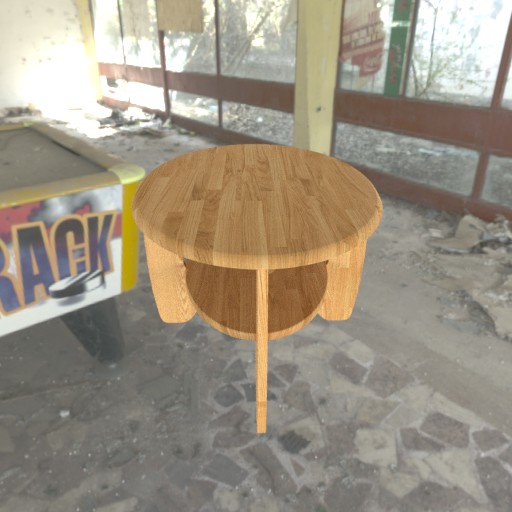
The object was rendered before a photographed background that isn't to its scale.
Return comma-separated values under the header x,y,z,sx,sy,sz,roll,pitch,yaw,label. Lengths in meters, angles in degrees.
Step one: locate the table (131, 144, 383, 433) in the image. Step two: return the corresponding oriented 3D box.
x,y,z,sx,sy,sz,roll,pitch,yaw,label
0.000,0.000,1.405,0.690,0.490,1.040,-1,26,-1,table
